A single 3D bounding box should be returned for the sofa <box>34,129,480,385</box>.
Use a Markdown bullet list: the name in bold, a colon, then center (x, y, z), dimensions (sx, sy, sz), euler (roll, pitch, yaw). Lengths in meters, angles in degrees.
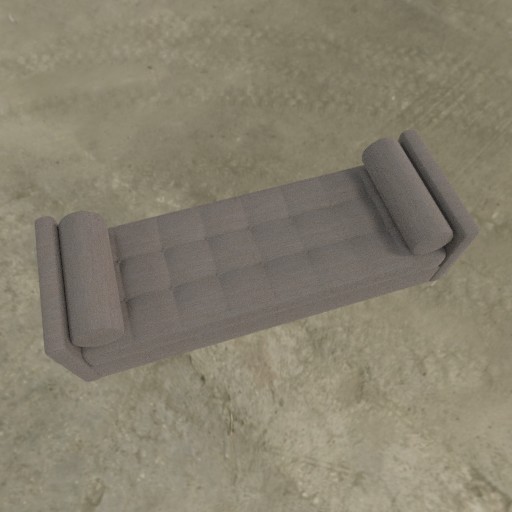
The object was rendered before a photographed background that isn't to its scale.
- **sofa**: center (0.000, 0.000, 2.327), dimensions (1.981, 0.635, 0.686), euler (-15, 63, -8)
